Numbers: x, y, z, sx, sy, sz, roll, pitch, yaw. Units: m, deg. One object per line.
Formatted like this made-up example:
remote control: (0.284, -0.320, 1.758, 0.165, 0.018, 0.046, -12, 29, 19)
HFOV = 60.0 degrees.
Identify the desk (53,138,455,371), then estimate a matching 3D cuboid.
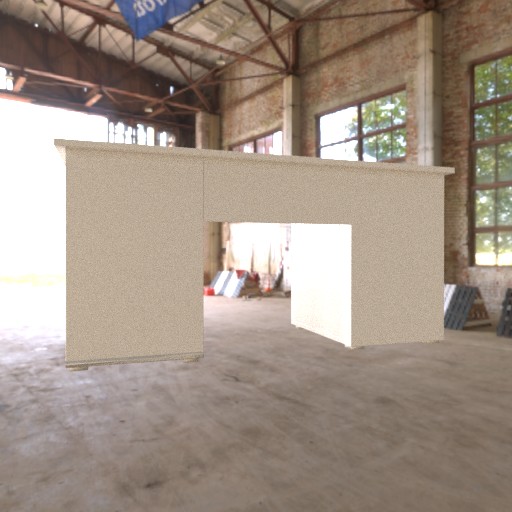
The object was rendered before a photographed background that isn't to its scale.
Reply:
desk: (0.000, 0.000, 1.980, 1.580, 0.760, 0.670, 0, 0, -18)
